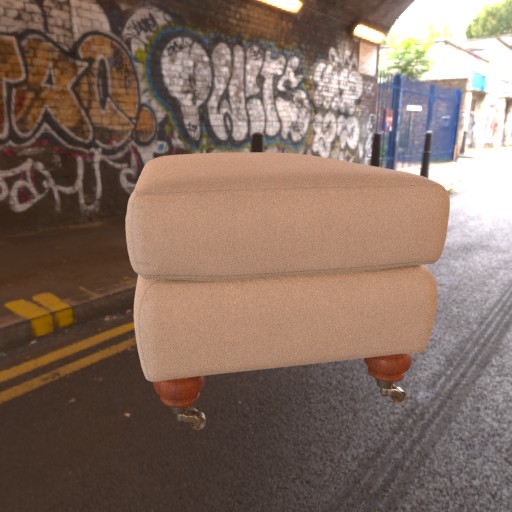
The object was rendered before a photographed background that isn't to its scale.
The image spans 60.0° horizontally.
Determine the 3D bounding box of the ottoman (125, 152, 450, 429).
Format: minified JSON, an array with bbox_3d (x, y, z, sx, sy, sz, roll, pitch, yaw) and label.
[{"bbox_3d":[0.000,0.000,1.119,0.569,0.499,0.773,-3,16,-11],"label":"ottoman"}]
